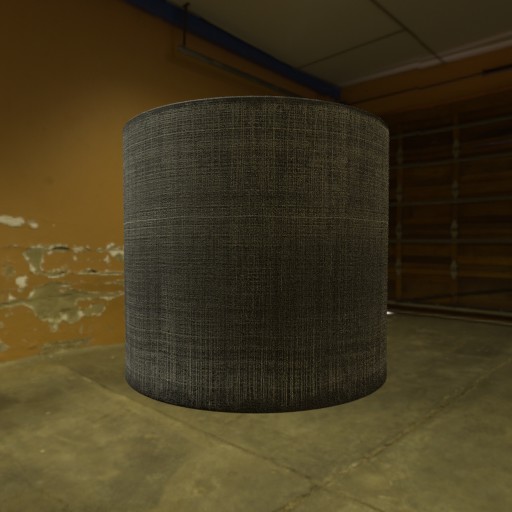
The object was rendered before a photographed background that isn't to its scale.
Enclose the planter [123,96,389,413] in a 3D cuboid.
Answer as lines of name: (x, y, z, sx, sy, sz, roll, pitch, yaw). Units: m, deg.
planter: (0.000, 0.000, 0.385, 0.221, 0.201, 0.221, 0, 1, 0)
